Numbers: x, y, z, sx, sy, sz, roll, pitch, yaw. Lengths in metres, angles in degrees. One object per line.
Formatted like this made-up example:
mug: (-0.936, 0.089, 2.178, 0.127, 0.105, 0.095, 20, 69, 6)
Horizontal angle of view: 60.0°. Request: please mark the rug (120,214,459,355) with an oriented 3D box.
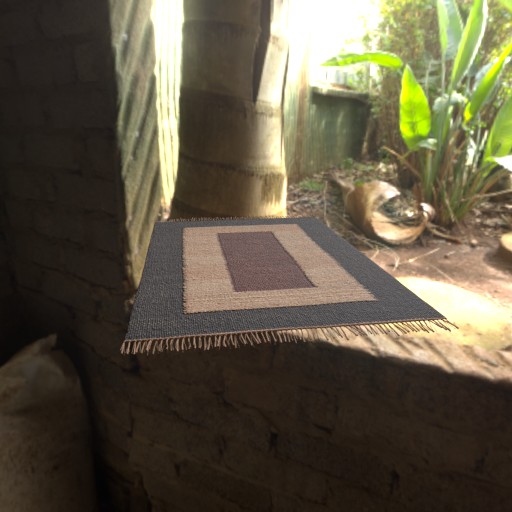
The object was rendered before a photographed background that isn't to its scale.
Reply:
rug: (0.000, 0.000, 2.495, 1.224, 0.027, 2.021, -3, 18, -8)
